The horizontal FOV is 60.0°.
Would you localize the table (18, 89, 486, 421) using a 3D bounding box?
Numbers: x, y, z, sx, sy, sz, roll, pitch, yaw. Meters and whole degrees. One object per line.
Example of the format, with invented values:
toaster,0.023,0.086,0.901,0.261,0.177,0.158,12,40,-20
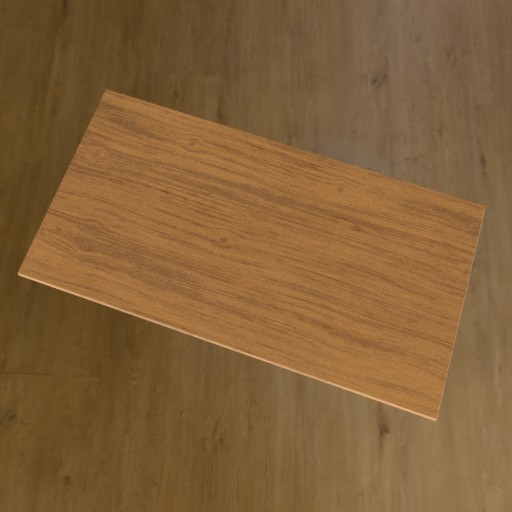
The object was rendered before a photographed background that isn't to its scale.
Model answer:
table,0.000,0.000,1.613,1.331,0.445,0.693,18,77,4
